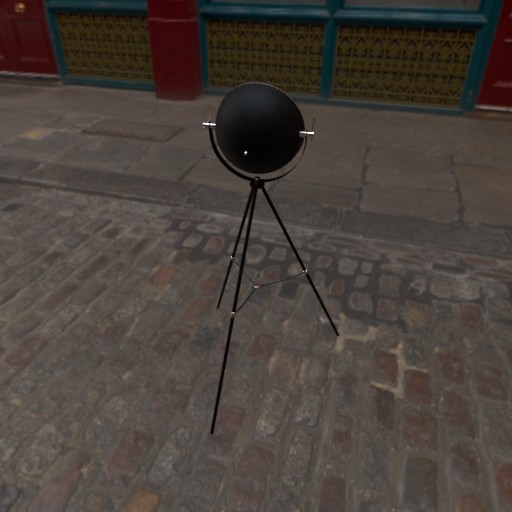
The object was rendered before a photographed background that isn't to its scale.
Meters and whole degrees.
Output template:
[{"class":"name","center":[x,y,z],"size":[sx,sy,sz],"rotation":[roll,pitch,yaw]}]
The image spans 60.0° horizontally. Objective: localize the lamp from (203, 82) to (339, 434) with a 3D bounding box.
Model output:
[{"class":"lamp","center":[0.000,0.000,2.082],"size":[0.817,1.512,0.920],"rotation":[9,33,14]}]
